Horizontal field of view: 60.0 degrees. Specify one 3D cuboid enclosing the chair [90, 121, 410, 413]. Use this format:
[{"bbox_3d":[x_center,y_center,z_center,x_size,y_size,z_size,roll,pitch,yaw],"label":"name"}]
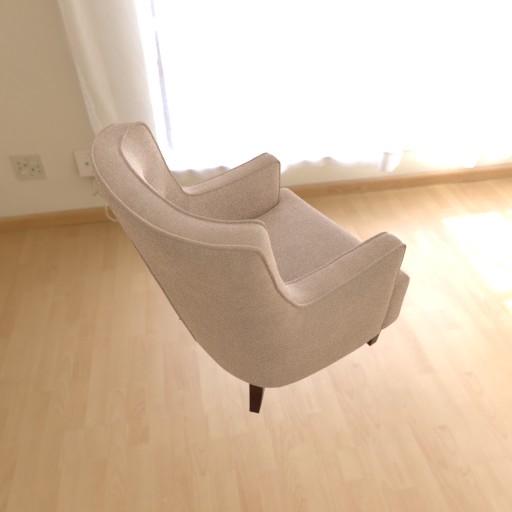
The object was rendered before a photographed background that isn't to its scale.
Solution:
[{"bbox_3d":[0.000,0.000,1.605,0.910,0.920,0.781,-26,48,-26],"label":"chair"}]
